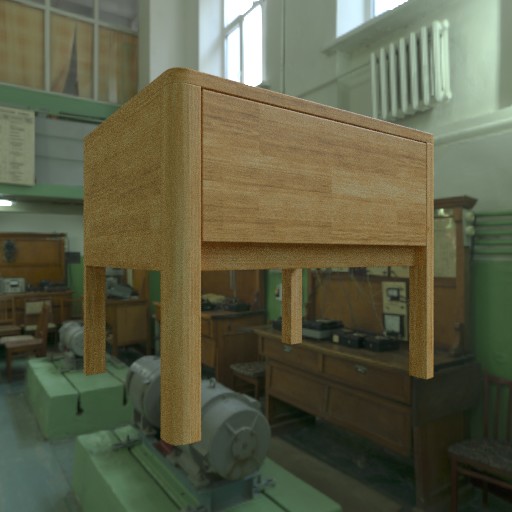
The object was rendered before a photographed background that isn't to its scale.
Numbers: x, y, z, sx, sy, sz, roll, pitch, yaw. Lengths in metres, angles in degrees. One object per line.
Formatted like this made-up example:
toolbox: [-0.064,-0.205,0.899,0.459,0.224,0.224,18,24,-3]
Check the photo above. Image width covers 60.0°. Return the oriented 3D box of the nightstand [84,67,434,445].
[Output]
nightstand: [0.000,0.000,0.883,0.560,0.470,0.440,0,0,-35]
